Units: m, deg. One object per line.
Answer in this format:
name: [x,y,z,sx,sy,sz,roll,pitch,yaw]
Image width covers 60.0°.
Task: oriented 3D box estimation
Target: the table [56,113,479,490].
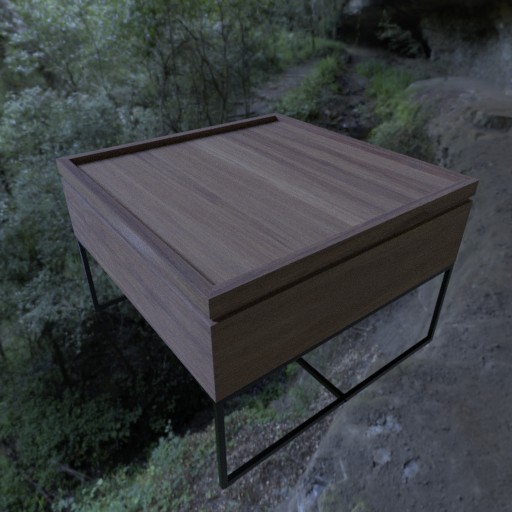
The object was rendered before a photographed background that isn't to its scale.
table: [0.000,0.000,1.118,0.676,0.464,0.679,-22,39,-31]
